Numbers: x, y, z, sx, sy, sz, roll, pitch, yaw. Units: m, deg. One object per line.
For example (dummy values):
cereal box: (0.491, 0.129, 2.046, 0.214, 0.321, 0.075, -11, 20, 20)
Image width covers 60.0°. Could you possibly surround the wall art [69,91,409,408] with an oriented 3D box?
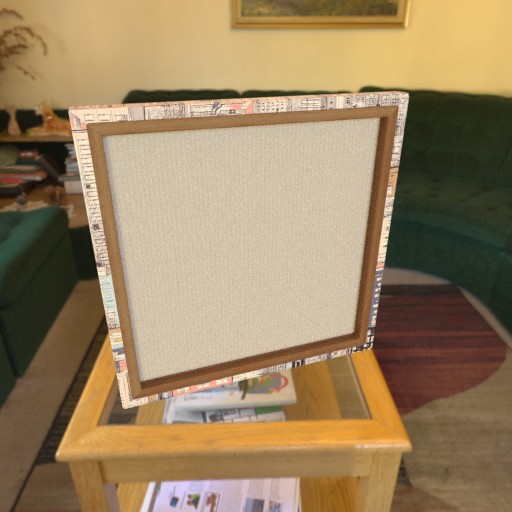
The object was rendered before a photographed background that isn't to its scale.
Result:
wall art: (0.000, 0.000, 0.903, 0.607, 0.608, 0.038, -9, 28, -17)
